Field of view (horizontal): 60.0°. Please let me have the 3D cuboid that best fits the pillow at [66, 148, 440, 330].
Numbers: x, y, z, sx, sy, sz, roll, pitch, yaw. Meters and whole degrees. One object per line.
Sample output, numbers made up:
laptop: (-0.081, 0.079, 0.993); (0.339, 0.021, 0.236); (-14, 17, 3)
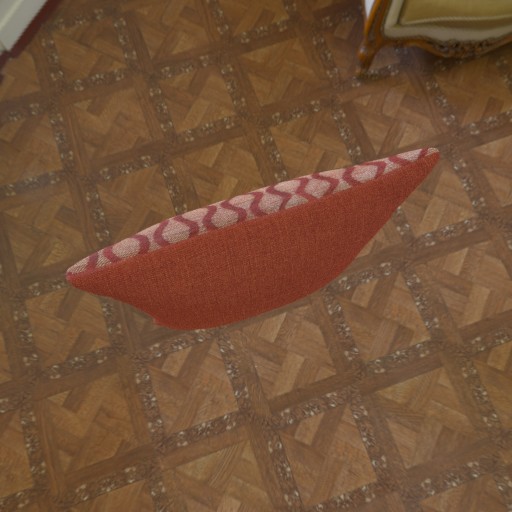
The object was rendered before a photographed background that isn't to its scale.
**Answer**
pillow: (0.000, 0.000, 0.681); (0.429, 0.434, 0.159); (-20, 77, -5)
